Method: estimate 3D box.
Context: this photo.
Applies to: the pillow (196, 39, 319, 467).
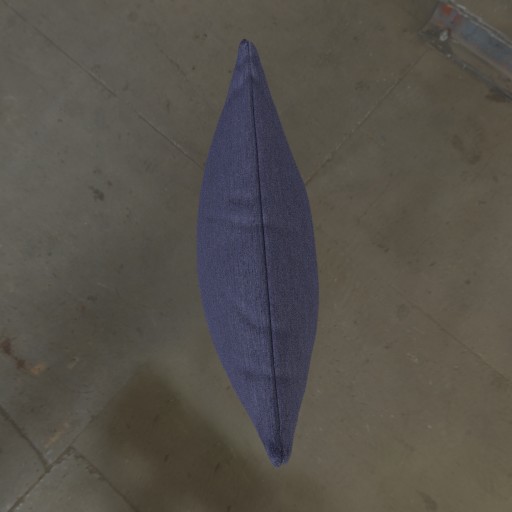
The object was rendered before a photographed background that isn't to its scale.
[{"bbox_3d":[0.000,0.000,0.788,0.210,0.338,0.633,-4,77,-1],"label":"pillow"}]
